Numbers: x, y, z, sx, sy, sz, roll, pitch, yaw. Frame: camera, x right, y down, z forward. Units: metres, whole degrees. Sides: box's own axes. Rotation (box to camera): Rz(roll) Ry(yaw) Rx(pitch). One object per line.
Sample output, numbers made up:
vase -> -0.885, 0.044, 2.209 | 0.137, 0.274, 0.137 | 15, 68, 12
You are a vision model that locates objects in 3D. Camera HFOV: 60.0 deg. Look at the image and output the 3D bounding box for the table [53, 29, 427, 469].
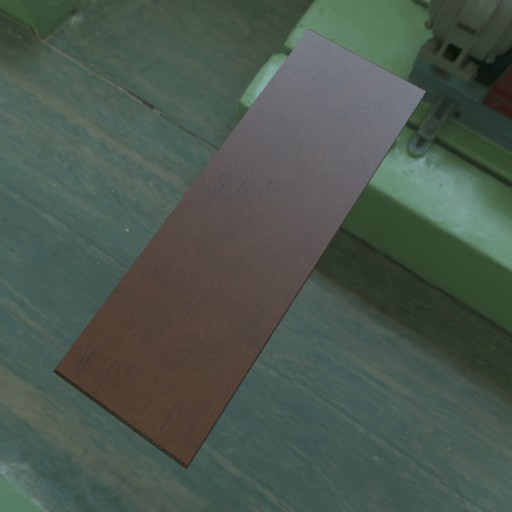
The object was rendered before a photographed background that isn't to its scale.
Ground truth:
table -> 0.000, 0.000, 1.539 | 0.399, 0.763, 1.197 | 32, 77, 8
